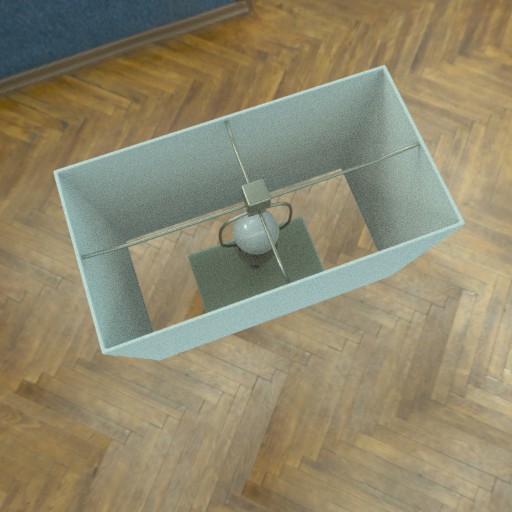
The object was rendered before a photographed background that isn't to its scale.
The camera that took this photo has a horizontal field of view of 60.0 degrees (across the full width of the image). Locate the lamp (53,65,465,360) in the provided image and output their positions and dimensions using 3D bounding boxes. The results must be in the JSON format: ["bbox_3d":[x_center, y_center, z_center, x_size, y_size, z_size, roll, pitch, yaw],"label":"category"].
[{"bbox_3d":[0.000,0.000,0.693,0.380,0.515,0.200,-19,76,-5],"label":"lamp"}]
